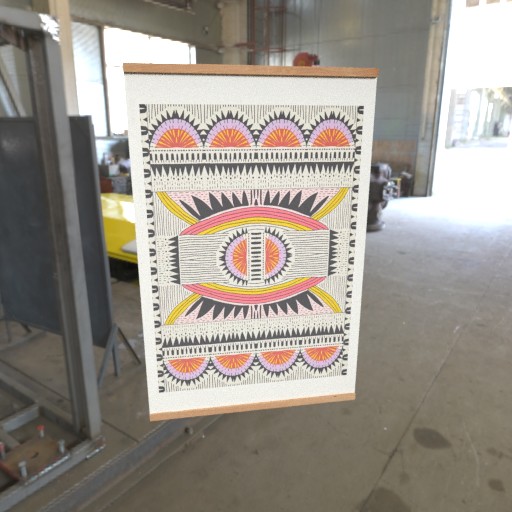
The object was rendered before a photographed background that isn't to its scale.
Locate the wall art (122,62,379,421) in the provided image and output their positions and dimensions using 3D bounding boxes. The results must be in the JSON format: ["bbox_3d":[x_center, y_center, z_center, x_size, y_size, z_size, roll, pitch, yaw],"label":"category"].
[{"bbox_3d":[0.000,0.000,1.929,0.999,1.533,0.028,-3,16,-9],"label":"wall art"}]
